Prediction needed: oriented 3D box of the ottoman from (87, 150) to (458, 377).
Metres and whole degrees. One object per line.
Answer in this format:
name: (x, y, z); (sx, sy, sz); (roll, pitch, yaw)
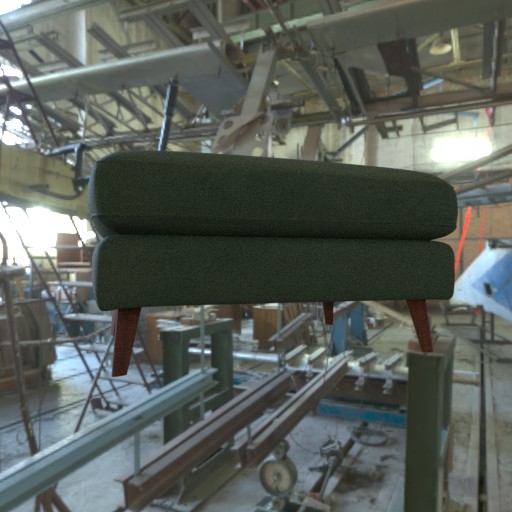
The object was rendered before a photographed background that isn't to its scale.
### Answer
ottoman: (0.000, 0.000, 1.156); (0.811, 0.449, 0.608); (0, -1, -18)
